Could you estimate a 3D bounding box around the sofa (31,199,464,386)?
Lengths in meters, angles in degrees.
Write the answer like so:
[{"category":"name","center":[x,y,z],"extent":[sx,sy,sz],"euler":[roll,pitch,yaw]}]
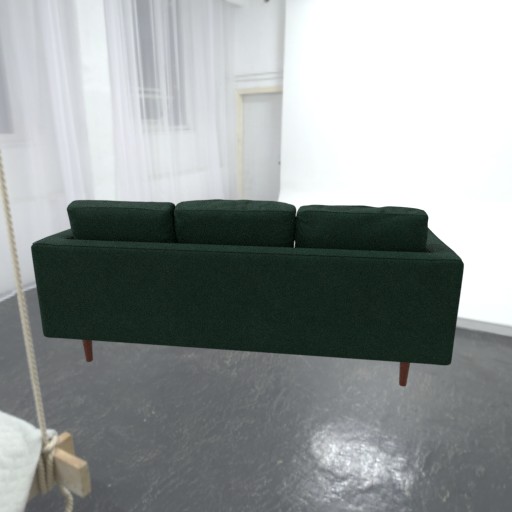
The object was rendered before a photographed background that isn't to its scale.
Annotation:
[{"category":"sofa","center":[0.000,0.000,2.837],"extent":[2.030,0.899,1.580],"euler":[2,16,8]}]
